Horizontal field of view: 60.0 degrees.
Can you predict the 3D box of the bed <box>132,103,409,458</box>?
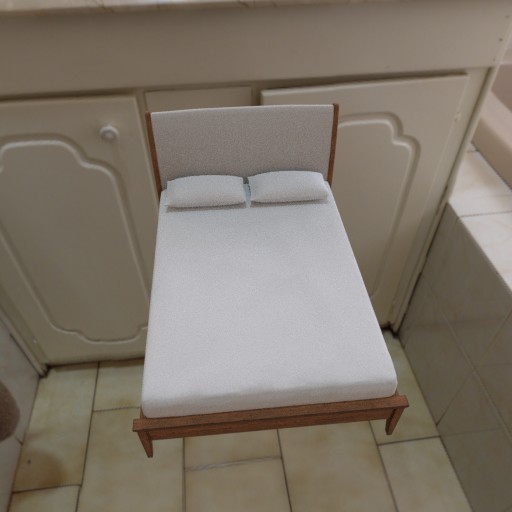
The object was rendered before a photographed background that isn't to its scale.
[{"bbox_3d":[0.000,0.000,2.996,1.502,1.135,2.108,-4,45,-4],"label":"bed"}]
